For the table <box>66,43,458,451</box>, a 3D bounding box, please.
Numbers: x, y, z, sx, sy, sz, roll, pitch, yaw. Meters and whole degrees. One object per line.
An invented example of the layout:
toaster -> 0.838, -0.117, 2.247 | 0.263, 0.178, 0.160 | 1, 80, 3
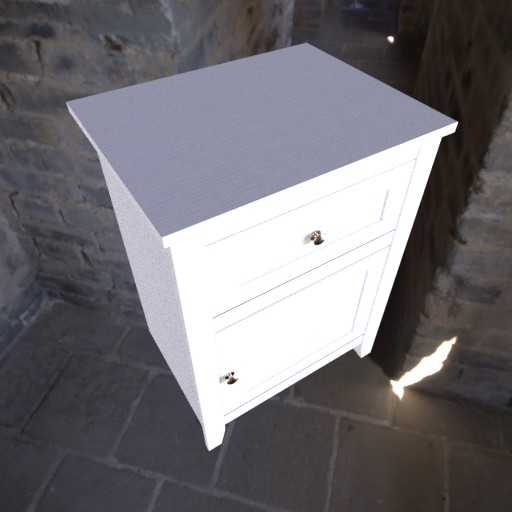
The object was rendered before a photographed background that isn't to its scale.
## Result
table -> 0.000, 0.000, 0.912 | 0.480, 0.635, 0.381 | -24, 50, -22
